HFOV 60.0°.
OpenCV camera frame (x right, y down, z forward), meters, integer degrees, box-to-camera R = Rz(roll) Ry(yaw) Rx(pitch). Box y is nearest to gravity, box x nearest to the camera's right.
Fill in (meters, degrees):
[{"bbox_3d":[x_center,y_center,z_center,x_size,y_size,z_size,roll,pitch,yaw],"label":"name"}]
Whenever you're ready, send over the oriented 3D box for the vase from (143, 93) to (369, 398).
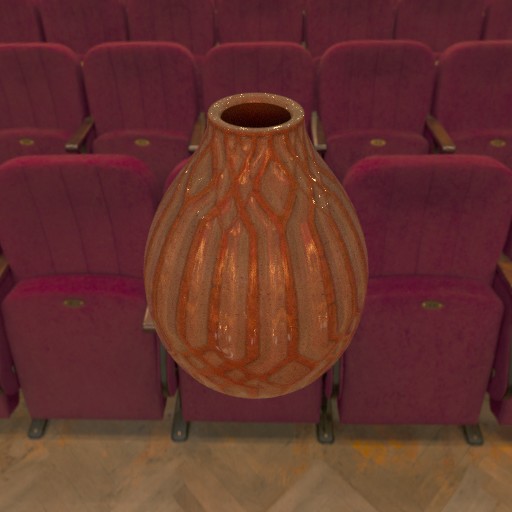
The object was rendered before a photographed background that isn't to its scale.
[{"bbox_3d":[0.000,0.000,0.258,0.131,0.175,0.131,0,41,0],"label":"vase"}]
